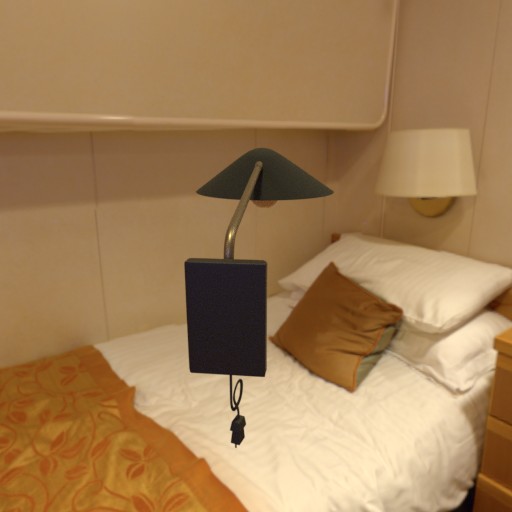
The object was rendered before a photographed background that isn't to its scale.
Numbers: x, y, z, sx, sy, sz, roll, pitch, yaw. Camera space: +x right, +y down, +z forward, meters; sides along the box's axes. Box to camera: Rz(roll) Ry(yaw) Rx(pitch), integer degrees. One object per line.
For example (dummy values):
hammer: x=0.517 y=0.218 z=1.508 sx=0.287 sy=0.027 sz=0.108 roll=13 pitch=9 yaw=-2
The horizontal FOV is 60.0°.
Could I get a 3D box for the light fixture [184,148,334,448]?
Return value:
light fixture: x=0.000 y=0.000 z=0.667 sx=0.240 sy=0.312 sz=0.516 roll=2 pitch=15 yaw=6
